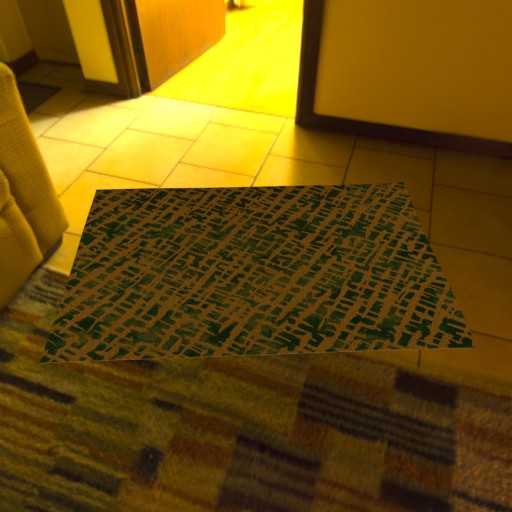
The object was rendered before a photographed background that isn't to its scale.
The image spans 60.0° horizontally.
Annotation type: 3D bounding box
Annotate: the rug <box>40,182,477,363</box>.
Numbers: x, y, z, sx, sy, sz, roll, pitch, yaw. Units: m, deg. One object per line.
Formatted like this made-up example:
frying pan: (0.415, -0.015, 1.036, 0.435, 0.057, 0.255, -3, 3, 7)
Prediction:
rug: (0.000, 0.000, 2.992, 2.447, 0.011, 1.520, -2, 47, -2)
